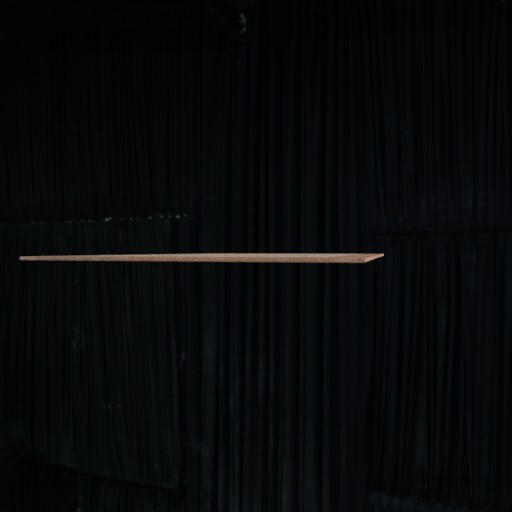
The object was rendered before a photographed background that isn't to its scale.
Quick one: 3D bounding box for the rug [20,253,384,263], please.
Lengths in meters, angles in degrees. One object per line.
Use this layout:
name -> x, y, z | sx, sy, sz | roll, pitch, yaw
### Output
rug -> 0.000, 0.000, 2.288 | 1.219, 0.014, 1.829 | 0, 1, 18
